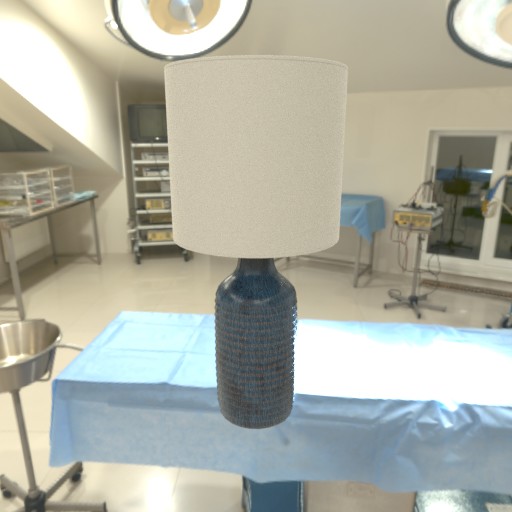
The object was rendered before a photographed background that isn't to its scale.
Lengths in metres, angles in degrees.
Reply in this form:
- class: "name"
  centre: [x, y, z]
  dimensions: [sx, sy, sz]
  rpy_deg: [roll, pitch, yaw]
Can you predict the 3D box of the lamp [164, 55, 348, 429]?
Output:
- class: "lamp"
  centre: [0.000, 0.000, 0.608]
  dimensions: [0.220, 0.475, 0.220]
  rpy_deg: [2, 16, 9]
